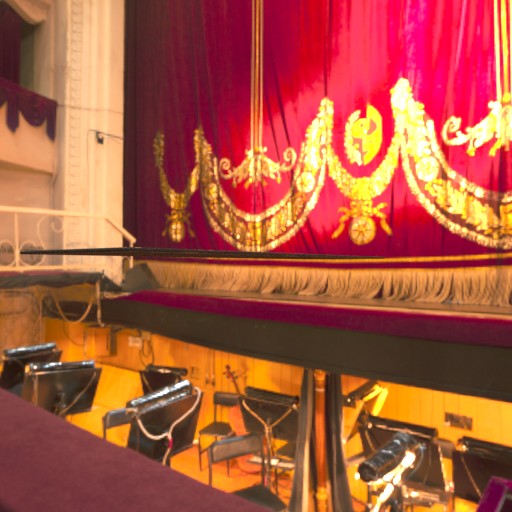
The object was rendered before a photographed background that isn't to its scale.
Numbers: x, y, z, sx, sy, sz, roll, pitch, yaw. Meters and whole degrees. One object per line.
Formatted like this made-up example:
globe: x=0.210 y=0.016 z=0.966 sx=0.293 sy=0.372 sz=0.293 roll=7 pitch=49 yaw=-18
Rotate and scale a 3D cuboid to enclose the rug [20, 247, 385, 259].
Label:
rug: x=0.000 y=0.000 z=2.481 sx=0.678 sy=0.014 sz=2.276 roll=-1 pitch=-1 yaw=36
